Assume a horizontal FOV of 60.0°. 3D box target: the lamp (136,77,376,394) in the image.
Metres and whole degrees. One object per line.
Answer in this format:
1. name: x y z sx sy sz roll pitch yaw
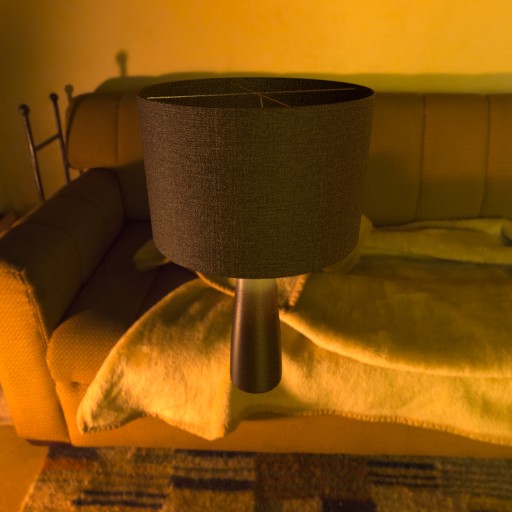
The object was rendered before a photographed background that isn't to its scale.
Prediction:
1. lamp: 0.000 0.000 0.687 0.303 0.488 0.303 0 27 0
